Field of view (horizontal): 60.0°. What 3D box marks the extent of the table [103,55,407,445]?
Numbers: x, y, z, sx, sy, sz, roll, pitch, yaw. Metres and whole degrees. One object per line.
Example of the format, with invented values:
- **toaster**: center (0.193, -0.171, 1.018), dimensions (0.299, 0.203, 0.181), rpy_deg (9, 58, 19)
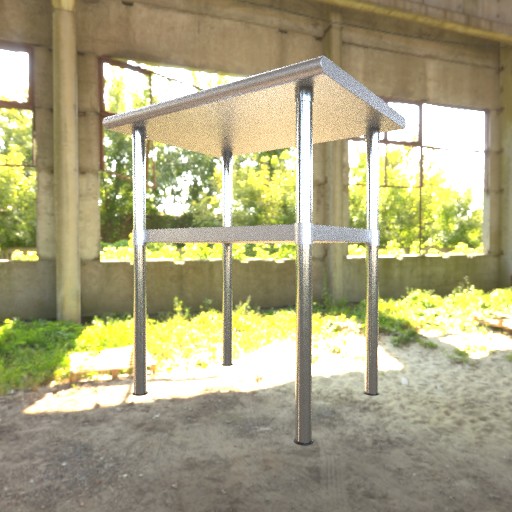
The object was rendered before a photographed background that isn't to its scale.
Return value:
- **table**: center (0.000, 0.000, 1.405), dimensions (0.762, 0.876, 0.584), rpy_deg (1, 1, 36)
